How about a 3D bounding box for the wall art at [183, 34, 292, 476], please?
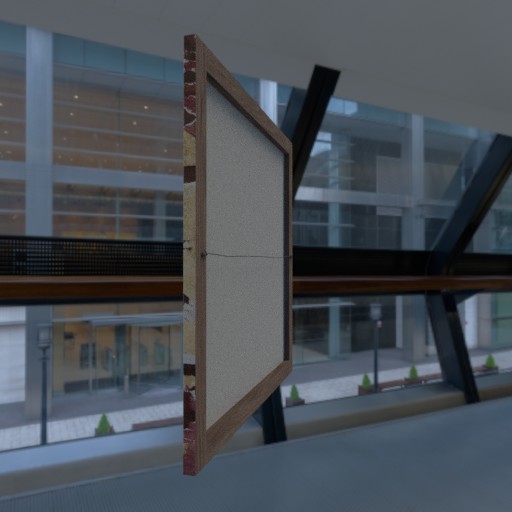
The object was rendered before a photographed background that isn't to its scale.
[{"bbox_3d":[0.000,0.000,1.126,0.028,0.762,0.757,0,-1,17],"label":"wall art"}]
